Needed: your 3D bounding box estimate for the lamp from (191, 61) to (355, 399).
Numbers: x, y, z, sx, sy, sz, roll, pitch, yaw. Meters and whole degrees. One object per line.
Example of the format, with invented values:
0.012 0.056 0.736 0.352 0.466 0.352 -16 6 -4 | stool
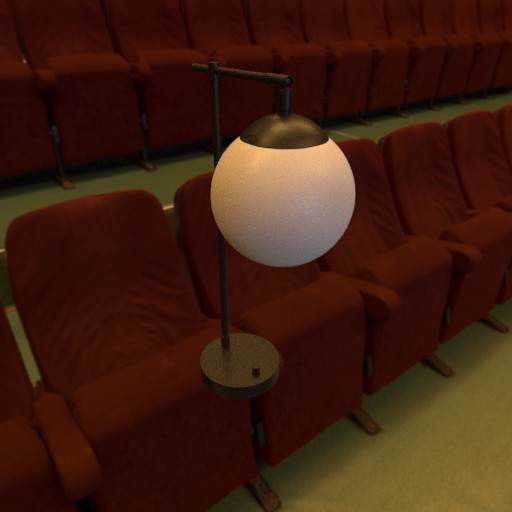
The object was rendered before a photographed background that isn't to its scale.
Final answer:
0.000 0.000 0.711 0.197 0.559 0.316 -20 34 -33 | lamp
